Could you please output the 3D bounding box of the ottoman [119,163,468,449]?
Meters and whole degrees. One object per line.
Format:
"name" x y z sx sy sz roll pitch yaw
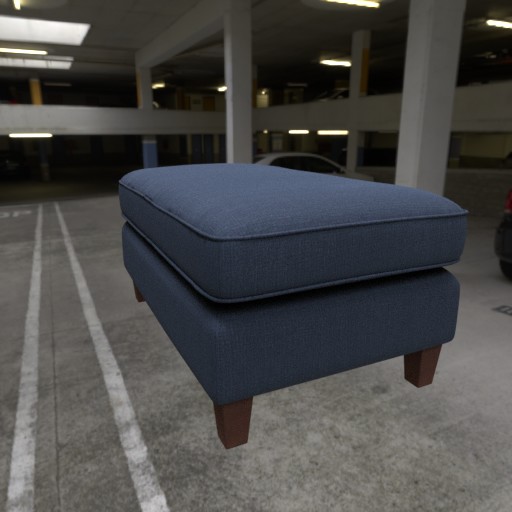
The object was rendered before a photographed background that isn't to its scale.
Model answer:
"ottoman" 0.000 0.000 1.164 0.570 0.438 0.885 -7 18 -25
